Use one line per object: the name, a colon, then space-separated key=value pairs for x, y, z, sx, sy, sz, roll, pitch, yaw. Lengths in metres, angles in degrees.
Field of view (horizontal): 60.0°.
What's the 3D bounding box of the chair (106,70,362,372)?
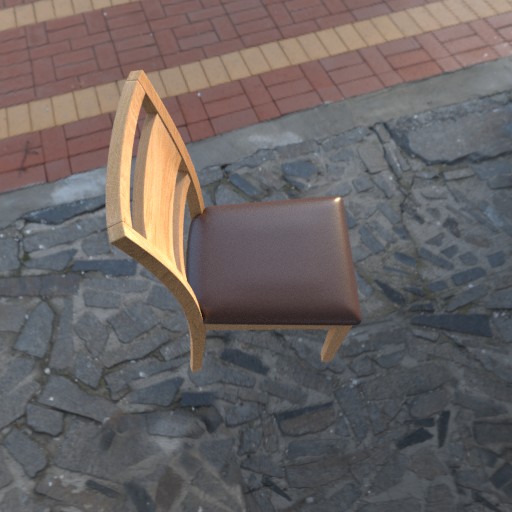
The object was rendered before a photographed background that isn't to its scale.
chair: x=0.000 y=0.000 z=1.234 sx=0.545 sy=0.940 sz=0.420 roll=-2 pitch=63 yaw=-1
